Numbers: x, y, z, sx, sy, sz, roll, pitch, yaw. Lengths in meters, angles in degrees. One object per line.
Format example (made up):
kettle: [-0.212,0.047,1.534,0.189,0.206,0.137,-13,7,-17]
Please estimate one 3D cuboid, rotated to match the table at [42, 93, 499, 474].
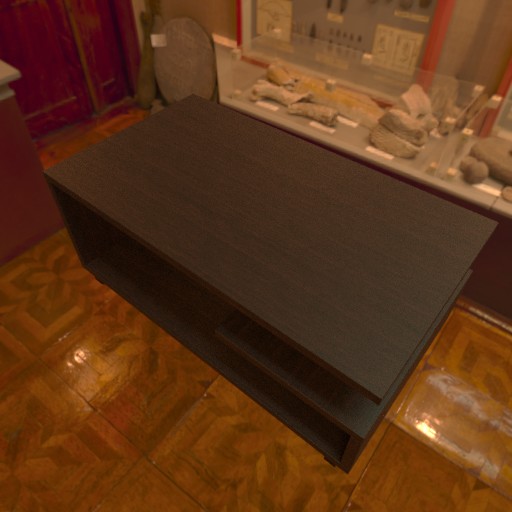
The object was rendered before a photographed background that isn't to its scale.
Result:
table: [0.000,0.000,1.321,1.050,0.460,0.590,31,54,26]
